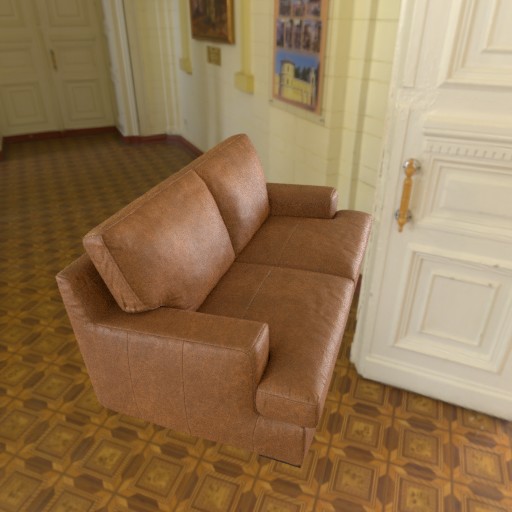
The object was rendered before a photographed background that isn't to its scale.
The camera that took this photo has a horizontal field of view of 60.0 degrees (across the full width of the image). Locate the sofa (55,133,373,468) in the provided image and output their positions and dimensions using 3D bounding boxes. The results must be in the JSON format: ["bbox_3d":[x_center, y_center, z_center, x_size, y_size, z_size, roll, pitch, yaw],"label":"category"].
[{"bbox_3d":[0.000,0.000,2.526,1.144,0.966,1.880,10,32,16],"label":"sofa"}]
